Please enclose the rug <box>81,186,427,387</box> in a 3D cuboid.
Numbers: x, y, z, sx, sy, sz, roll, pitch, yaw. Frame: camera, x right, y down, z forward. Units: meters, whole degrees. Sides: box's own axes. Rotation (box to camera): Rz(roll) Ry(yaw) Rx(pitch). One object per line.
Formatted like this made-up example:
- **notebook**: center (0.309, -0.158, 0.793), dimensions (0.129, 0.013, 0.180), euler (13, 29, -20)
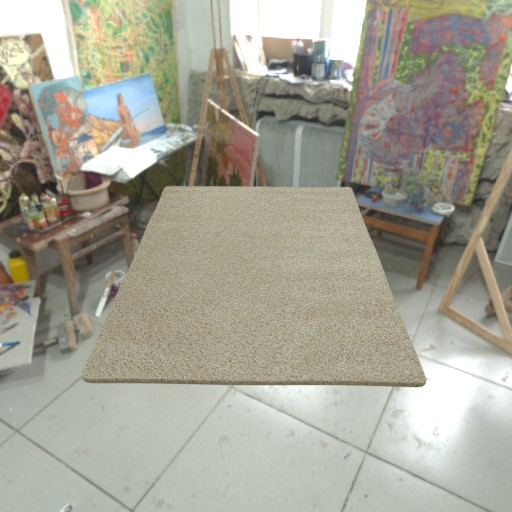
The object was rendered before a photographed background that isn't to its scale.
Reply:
- **rug**: center (0.000, 0.000, 2.191), dimensions (1.199, 0.025, 1.600), euler (0, 33, 1)
